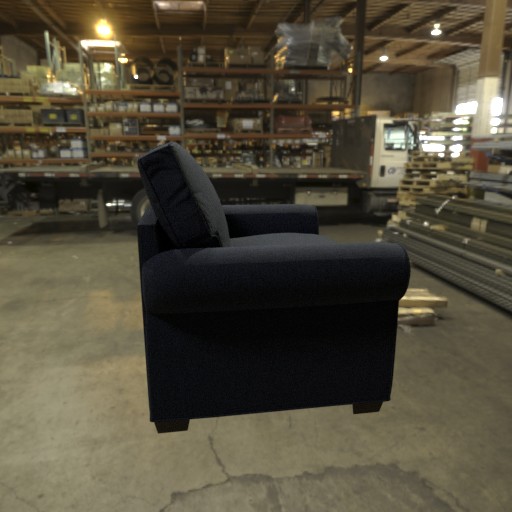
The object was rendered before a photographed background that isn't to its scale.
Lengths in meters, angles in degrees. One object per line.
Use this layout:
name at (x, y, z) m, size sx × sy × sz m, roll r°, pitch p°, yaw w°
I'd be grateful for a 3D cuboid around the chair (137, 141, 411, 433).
chair at (0.000, 0.000, 2.087) m, size 0.963 × 1.044 × 1.285 m, roll -2°, pitch 14°, yaw -9°
